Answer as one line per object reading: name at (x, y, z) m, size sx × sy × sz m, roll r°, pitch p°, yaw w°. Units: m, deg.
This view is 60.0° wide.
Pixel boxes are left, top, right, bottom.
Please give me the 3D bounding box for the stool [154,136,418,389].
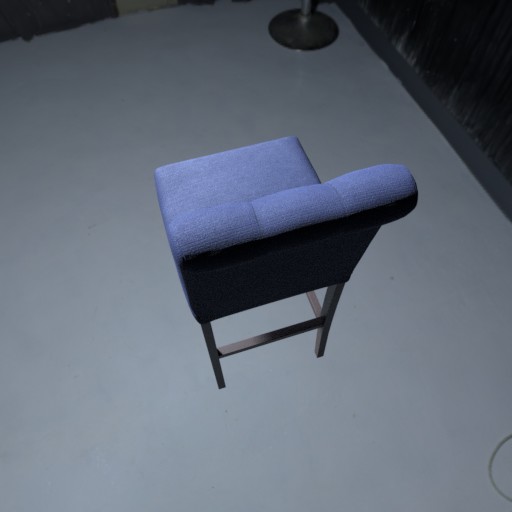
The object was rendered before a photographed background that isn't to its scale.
stool at (0.000, 0.000, 1.383) m, size 0.493 × 1.140 × 0.601 m, roll -15°, pitch 60°, yaw -9°
